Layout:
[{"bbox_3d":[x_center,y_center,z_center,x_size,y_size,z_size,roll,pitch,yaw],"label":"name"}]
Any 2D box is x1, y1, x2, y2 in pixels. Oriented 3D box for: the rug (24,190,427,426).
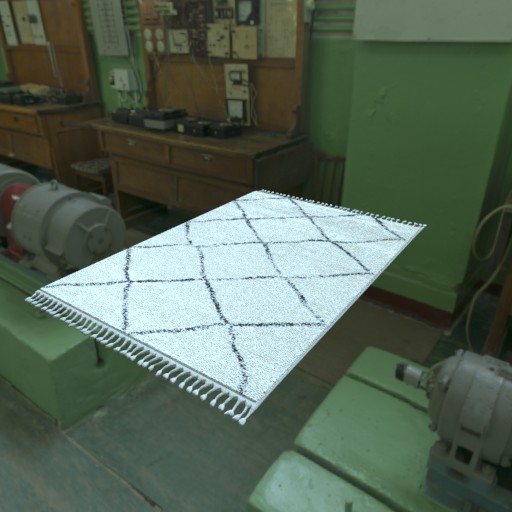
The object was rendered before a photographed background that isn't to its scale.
[{"bbox_3d":[0.000,0.000,2.844,1.494,0.031,2.307,18,32,31],"label":"rug"}]
